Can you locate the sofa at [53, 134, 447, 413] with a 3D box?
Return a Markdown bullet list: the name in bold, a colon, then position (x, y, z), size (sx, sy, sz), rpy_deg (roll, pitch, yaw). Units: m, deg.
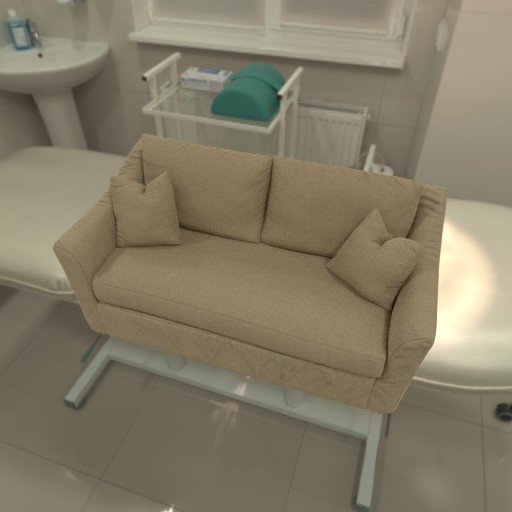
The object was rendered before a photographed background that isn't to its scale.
- **sofa**: position (0.000, 0.000, 2.655), size (2.010, 1.018, 1.072), rpy_deg (13, 43, 14)
